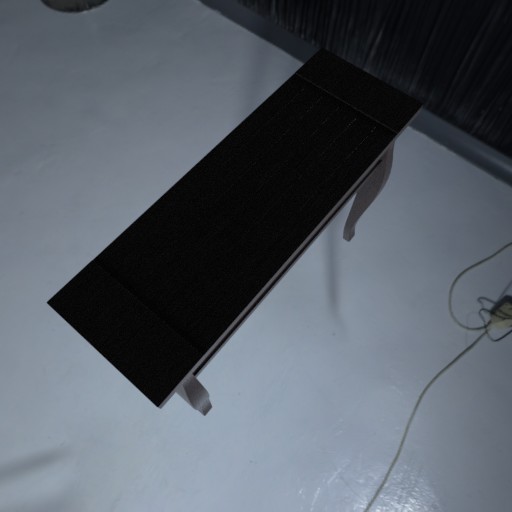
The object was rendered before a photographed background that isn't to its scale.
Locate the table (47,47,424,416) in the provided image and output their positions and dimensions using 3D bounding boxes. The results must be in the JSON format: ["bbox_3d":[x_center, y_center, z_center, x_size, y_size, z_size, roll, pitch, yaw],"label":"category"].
[{"bbox_3d":[0.000,0.000,1.478,0.373,0.768,1.062,37,70,16],"label":"table"}]
